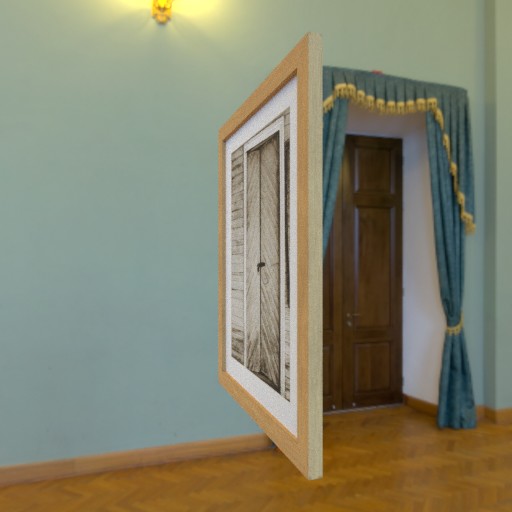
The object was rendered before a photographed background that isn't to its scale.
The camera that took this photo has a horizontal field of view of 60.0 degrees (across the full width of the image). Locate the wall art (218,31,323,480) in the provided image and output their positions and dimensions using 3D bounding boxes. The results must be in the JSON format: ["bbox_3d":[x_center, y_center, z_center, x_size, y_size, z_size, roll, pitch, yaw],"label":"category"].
[{"bbox_3d":[0.000,0.000,0.774,0.020,0.561,0.460,0,0,-19],"label":"wall art"}]
